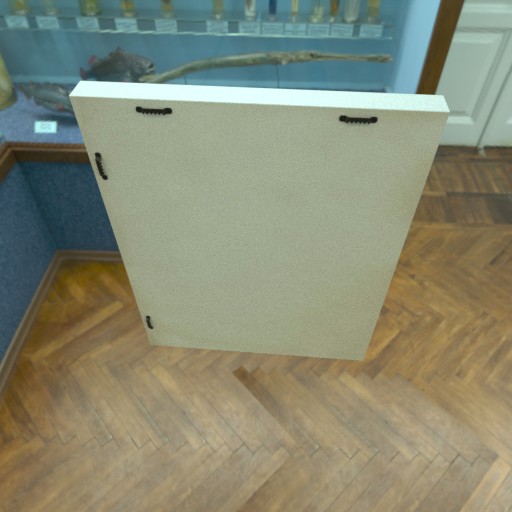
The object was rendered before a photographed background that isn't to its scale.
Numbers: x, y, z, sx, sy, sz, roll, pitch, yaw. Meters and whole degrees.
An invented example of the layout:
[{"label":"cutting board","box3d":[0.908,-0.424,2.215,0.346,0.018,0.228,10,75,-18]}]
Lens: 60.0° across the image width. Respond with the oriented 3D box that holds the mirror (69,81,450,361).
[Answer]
[{"label":"mirror","box3d":[0.000,0.000,0.667,0.406,0.509,0.041,4,47,3]}]
